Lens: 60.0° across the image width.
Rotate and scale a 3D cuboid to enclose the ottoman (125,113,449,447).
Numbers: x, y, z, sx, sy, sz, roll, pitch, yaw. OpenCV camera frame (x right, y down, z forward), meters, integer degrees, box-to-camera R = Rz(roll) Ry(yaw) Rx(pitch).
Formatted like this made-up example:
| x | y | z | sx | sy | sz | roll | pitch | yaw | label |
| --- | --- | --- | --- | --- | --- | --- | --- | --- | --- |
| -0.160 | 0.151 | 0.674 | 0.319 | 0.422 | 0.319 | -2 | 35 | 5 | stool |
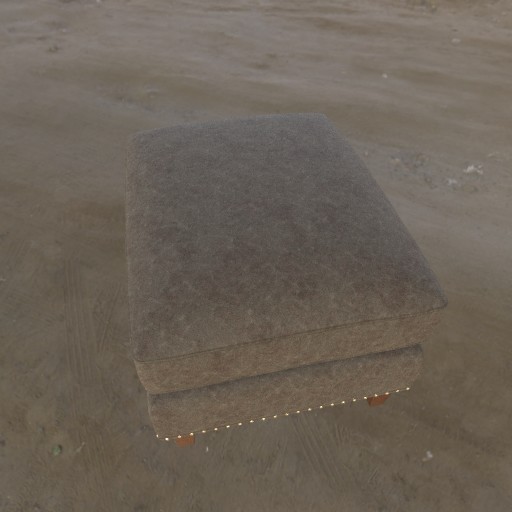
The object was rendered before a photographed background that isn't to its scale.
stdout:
| x | y | z | sx | sy | sz | roll | pitch | yaw | label |
| --- | --- | --- | --- | --- | --- | --- | --- | --- | --- |
| 0.000 | 0.000 | 1.131 | 0.584 | 0.513 | 0.741 | -9 | 46 | -8 | ottoman |
